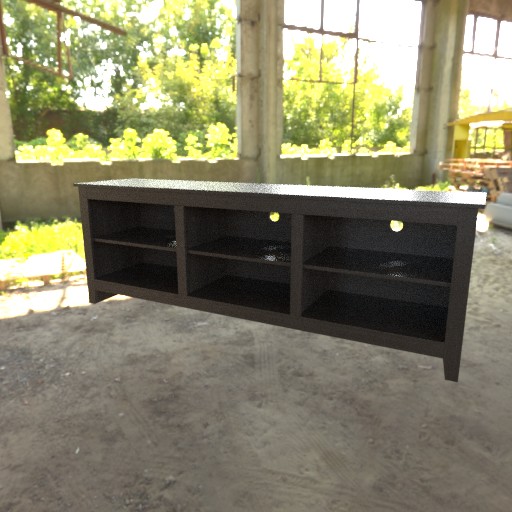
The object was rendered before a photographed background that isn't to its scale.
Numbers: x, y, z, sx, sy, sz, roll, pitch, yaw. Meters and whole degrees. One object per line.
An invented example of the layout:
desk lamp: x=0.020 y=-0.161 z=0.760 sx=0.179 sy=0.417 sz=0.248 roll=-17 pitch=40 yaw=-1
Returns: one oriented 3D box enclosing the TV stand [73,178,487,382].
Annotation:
TV stand: x=0.000 y=0.000 z=1.991 sx=1.778 sy=0.610 sz=0.406 roll=7 pitch=15 yaw=27
